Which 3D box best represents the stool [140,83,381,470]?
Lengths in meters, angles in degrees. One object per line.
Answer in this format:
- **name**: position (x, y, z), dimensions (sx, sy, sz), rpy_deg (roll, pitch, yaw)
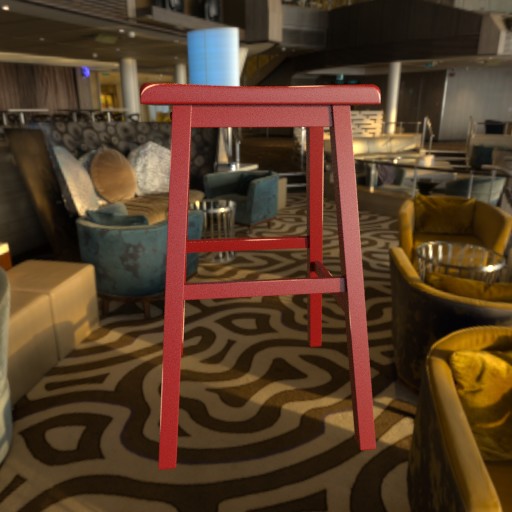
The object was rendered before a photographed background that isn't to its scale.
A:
- **stool**: position (0.000, 0.000, 1.032), dimensions (0.457, 0.737, 0.476), rpy_deg (-2, 18, -7)
